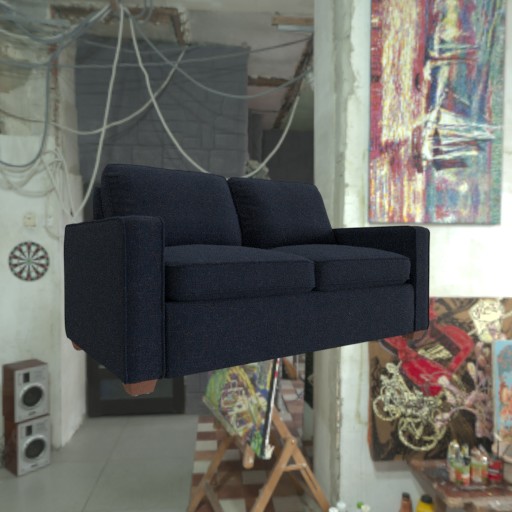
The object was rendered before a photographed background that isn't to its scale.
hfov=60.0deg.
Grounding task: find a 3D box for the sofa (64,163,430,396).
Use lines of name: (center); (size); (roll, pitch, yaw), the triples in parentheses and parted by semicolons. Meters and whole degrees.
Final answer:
sofa: (0.000, 0.000, 2.302); (1.709, 0.918, 0.947); (-1, 2, -35)
